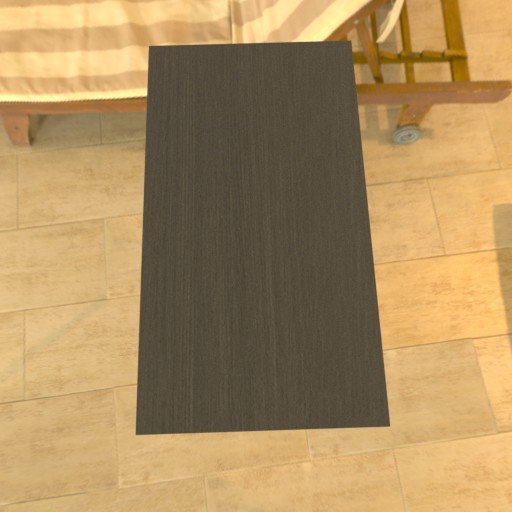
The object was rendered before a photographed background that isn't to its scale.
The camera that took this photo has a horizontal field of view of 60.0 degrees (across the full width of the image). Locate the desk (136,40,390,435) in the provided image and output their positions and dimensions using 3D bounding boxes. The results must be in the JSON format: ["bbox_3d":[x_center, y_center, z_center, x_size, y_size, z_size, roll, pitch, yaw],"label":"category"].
[{"bbox_3d":[0.000,0.000,1.327,0.498,0.724,0.893,-2,75,0],"label":"desk"}]
